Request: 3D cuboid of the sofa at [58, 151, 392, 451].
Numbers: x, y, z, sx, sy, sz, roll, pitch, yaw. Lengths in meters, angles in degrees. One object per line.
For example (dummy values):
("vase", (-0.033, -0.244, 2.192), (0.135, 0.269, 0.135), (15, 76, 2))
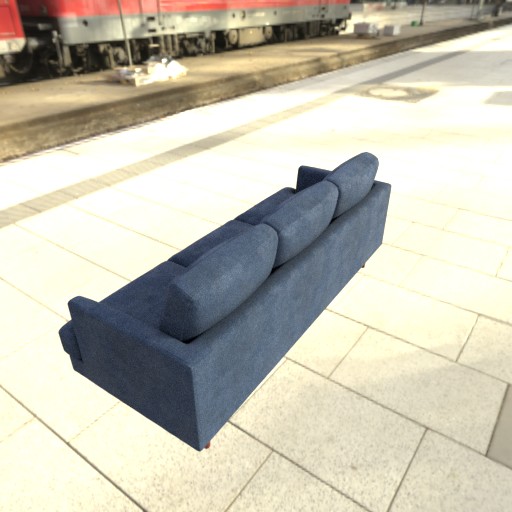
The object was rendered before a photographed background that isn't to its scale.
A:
("sofa", (0.000, 0.000, 2.759), (0.903, 0.930, 2.246), (19, 36, 29))
